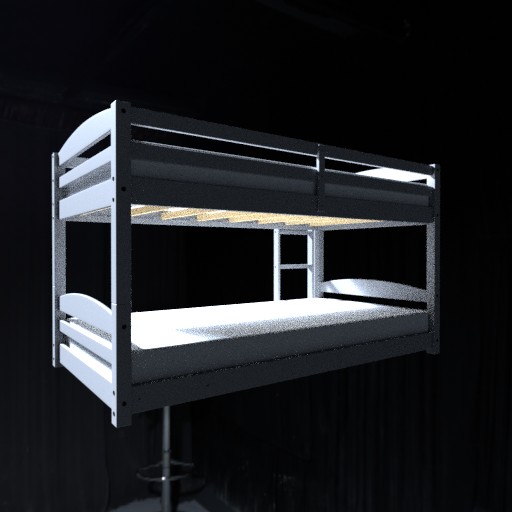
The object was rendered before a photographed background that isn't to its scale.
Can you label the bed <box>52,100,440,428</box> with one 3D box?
[{"bbox_3d":[0.000,0.000,2.602,2.013,1.206,1.105,0,1,-36],"label":"bed"}]
